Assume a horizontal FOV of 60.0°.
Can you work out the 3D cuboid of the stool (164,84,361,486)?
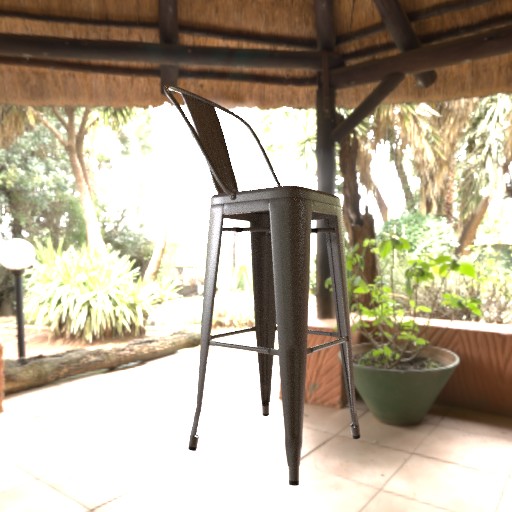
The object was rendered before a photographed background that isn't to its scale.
[{"bbox_3d":[0.000,0.000,1.344,0.513,1.096,0.399,-1,-1,37],"label":"stool"}]
